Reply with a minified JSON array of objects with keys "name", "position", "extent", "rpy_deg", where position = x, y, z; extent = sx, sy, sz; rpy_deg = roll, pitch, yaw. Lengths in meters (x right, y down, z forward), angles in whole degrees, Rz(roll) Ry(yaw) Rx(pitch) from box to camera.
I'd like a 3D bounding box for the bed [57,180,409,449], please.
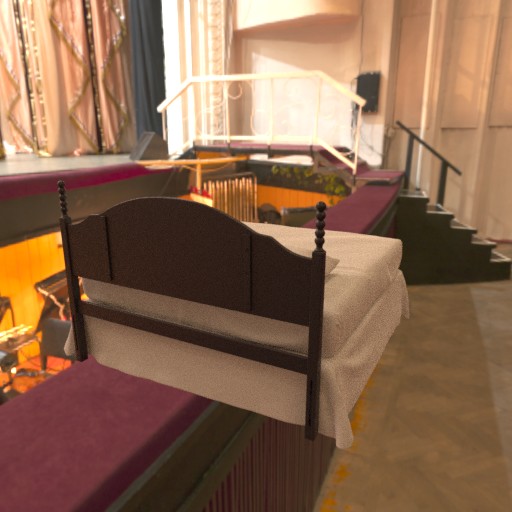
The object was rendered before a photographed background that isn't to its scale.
[{"name":"bed","position":[0.000,0.000,3.672],"extent":[2.322,1.355,2.219],"rpy_deg":[8,18,27]}]
